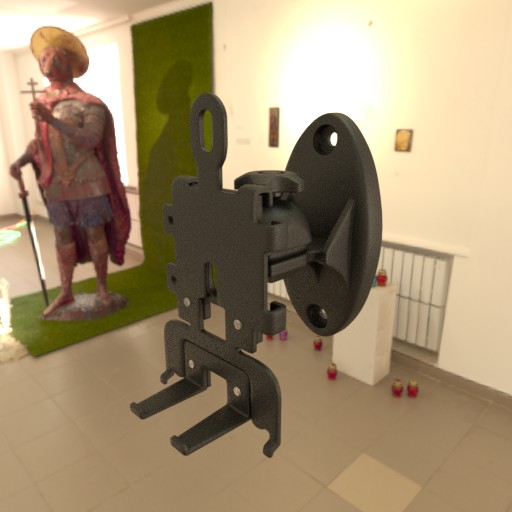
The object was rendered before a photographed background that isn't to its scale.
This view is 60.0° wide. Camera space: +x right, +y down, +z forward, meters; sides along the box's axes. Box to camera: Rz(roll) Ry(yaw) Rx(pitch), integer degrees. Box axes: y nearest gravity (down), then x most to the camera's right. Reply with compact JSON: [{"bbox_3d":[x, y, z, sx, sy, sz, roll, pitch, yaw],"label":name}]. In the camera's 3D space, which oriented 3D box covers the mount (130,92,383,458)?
[{"bbox_3d":[0.000,0.000,0.173,0.066,0.118,0.100,16,23,42],"label":"mount"}]
